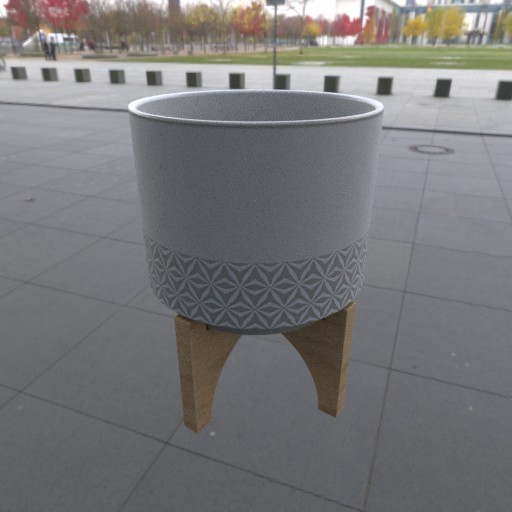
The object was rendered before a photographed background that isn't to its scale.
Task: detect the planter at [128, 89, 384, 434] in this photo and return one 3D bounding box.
[{"bbox_3d":[0.000,0.000,0.518,0.249,0.343,0.249,0,26,0],"label":"planter"}]
